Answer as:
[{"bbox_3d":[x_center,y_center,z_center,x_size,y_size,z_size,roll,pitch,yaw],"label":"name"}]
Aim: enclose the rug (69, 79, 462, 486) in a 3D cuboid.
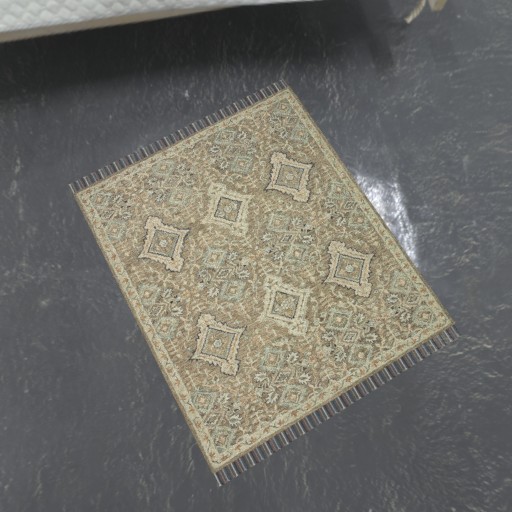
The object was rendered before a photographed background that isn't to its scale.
[{"bbox_3d":[0.000,0.000,4.095,2.437,0.010,3.056,-29,76,-8],"label":"rug"}]
